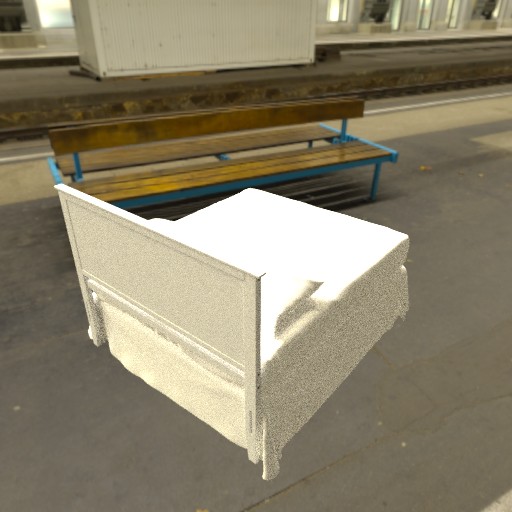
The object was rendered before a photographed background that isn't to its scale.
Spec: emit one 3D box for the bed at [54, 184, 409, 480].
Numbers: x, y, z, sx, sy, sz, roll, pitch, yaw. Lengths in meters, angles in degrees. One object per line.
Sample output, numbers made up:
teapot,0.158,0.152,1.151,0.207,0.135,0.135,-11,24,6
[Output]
bed,0.000,0.000,3.278,1.876,1.269,2.047,22,37,33
